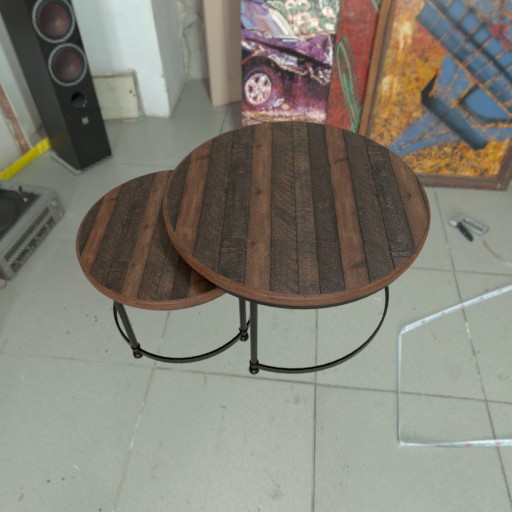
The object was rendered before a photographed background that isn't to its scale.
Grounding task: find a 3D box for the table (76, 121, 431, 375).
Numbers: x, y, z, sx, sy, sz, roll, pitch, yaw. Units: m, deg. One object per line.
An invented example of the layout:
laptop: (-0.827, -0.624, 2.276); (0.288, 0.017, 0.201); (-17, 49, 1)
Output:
table: (0.000, 0.000, 1.618); (1.152, 0.516, 0.870); (-18, 51, -15)
